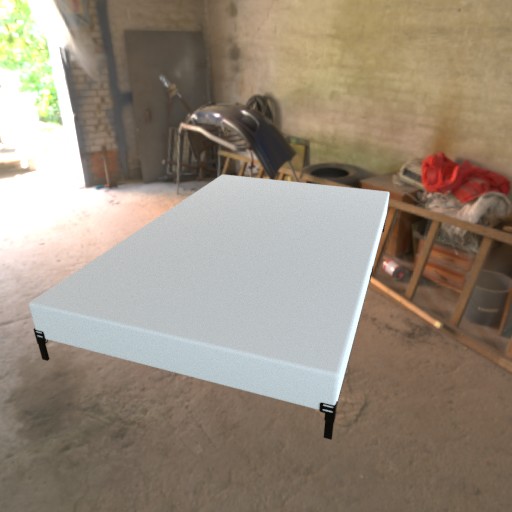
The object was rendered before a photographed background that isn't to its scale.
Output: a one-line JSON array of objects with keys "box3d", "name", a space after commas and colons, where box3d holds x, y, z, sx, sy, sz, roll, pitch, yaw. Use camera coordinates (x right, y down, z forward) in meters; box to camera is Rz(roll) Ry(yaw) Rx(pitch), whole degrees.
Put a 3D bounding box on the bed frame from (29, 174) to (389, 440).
[{"box3d": [0.000, 0.000, 3.780, 1.930, 0.440, 2.987, 9, 28, 18], "name": "bed frame"}]
